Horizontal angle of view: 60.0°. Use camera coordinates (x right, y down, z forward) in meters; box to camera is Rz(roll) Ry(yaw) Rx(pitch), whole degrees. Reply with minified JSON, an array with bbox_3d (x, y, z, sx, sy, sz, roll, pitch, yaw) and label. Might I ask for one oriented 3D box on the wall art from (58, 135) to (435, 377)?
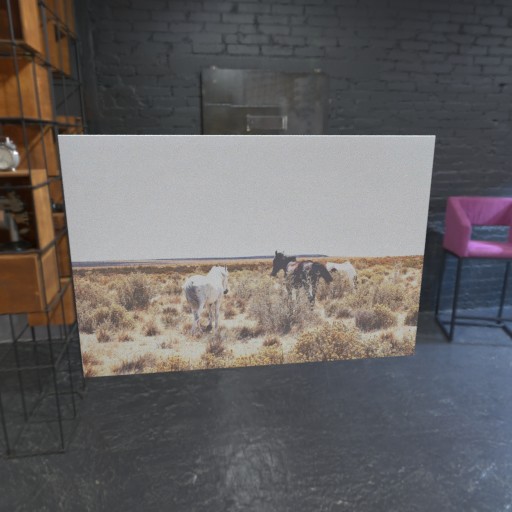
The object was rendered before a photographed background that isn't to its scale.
[{"bbox_3d":[0.000,0.000,1.164,0.914,0.610,0.050,-2,15,-8],"label":"wall art"}]
